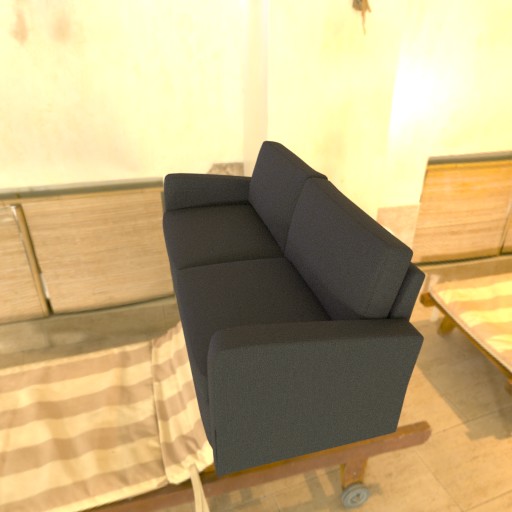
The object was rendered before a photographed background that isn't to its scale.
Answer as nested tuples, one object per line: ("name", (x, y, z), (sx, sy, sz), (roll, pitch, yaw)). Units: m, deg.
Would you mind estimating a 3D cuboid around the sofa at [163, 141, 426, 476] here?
("sofa", (0.000, 0.000, 2.375), (0.898, 0.839, 1.852), (-7, 30, -13))
